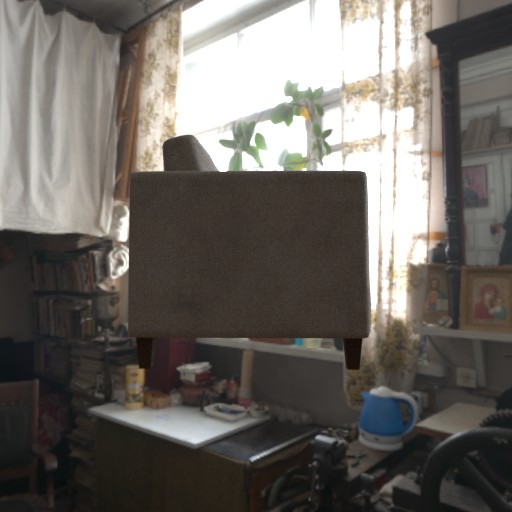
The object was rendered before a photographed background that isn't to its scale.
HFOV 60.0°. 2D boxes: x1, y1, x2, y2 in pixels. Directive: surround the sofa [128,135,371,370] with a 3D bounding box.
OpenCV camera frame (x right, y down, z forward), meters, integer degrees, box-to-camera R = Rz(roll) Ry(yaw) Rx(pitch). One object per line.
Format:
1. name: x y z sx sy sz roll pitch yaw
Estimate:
1. sofa: 0.000 0.000 2.757 0.951 0.965 2.208 0 -2 1
